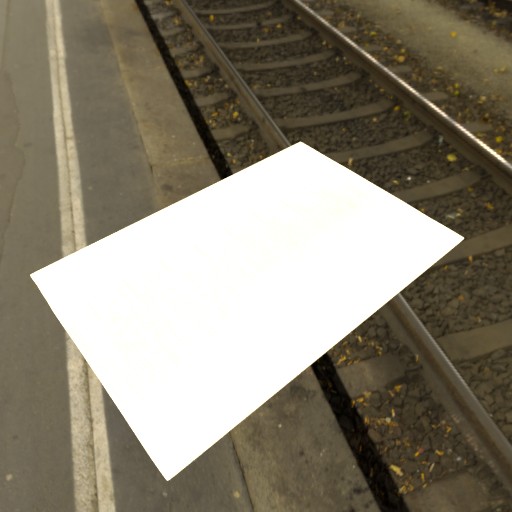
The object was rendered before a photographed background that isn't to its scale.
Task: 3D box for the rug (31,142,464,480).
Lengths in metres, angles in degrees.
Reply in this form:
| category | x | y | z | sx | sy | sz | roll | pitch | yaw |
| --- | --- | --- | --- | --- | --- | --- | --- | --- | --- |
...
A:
| category | x | y | z | sx | sy | sz | roll | pitch | yaw |
| --- | --- | --- | --- | --- | --- | --- | --- | --- | --- |
| rug | 0.000 | 0.000 | 2.251 | 1.850 | 0.006 | 1.234 | -32 | 54 | -27 |
